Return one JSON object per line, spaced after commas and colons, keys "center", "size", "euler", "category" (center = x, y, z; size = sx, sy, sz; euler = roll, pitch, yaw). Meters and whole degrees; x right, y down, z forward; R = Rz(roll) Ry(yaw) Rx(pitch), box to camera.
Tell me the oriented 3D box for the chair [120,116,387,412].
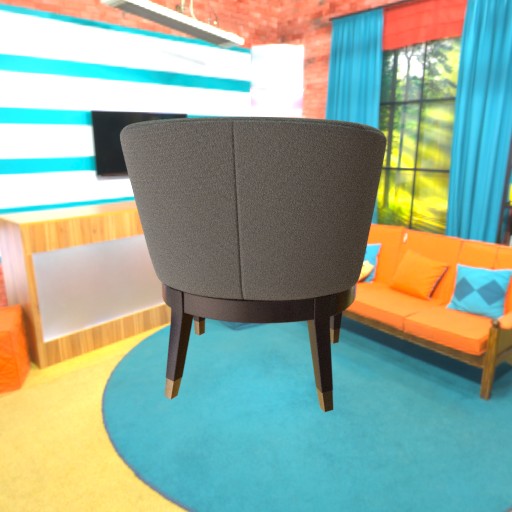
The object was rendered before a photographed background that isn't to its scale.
{"center": [0.000, 0.000, 1.315], "size": [0.700, 0.760, 0.660], "euler": [2, 15, 8], "category": "chair"}
